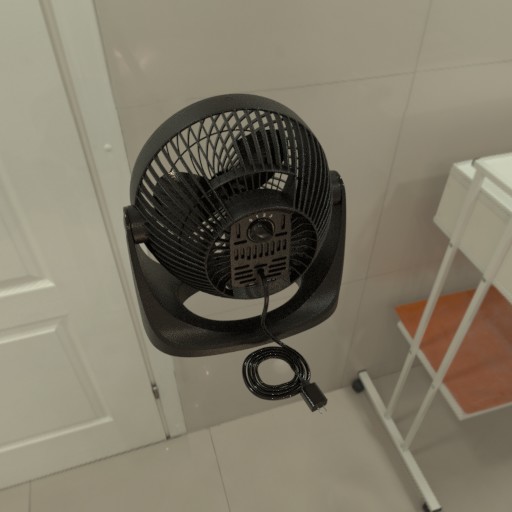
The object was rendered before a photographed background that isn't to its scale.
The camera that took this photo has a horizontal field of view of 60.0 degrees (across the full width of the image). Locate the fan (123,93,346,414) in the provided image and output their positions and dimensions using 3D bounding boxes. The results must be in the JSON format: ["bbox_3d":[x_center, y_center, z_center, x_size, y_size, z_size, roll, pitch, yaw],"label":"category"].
[{"bbox_3d":[0.000,0.000,0.480,0.273,0.277,0.256,-12,43,-13],"label":"fan"}]
